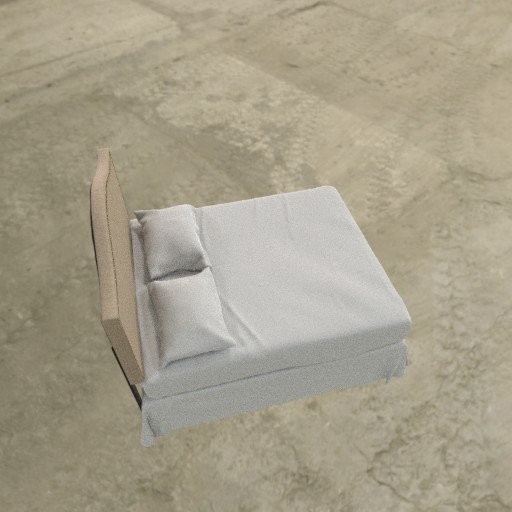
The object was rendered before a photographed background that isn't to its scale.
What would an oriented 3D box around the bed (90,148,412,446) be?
[{"bbox_3d":[0.000,0.000,3.455,2.221,1.645,1.876,-11,49,-9],"label":"bed"}]
